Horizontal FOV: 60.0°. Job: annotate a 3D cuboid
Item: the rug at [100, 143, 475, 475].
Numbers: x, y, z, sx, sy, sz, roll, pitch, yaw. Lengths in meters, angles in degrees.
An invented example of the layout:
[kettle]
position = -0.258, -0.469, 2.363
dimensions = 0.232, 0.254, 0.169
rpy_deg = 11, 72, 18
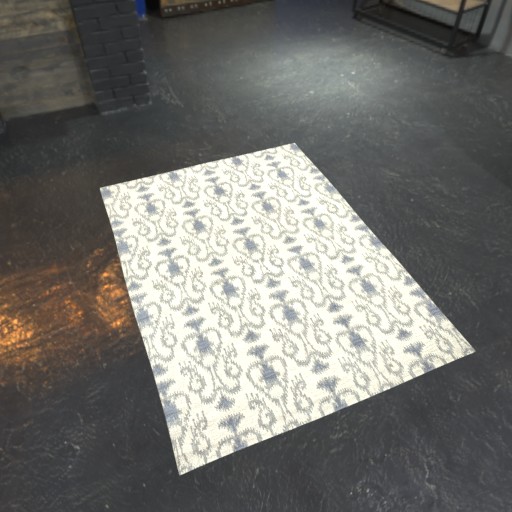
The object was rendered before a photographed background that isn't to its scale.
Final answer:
[rug]
position = 0.000, 0.000, 2.922
dimensions = 1.676, 0.013, 2.261
rpy_deg = -17, 49, -15
